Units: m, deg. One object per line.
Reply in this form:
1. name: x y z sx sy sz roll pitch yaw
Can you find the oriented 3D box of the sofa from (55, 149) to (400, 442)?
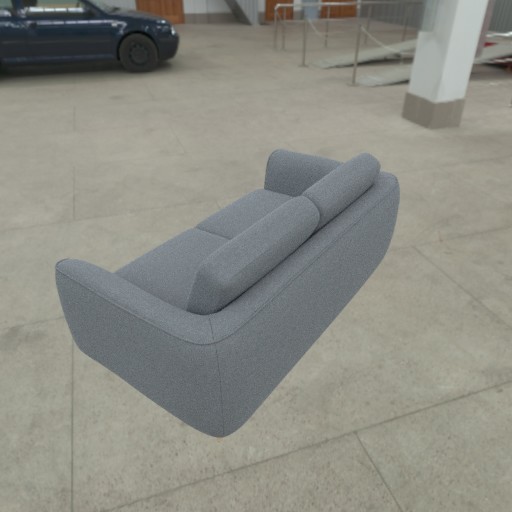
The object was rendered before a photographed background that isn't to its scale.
1. sofa: 0.000 0.000 2.224 0.920 0.850 1.700 21 39 29
